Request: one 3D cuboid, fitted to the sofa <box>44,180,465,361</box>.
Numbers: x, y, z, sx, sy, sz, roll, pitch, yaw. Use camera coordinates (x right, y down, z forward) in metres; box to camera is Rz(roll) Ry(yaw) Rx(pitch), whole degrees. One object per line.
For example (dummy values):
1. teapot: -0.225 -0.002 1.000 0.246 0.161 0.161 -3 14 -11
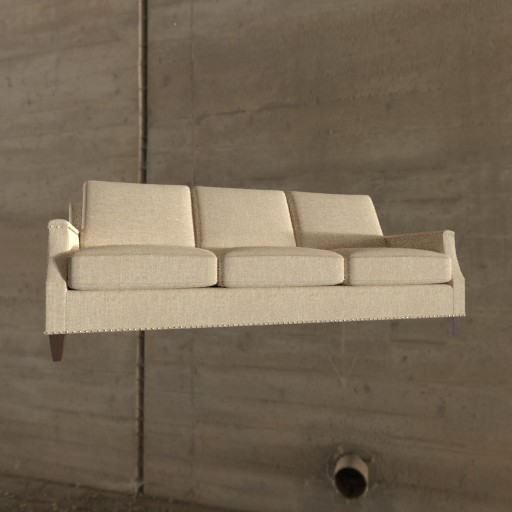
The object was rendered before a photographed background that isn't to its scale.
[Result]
1. sofa: 0.000 0.000 2.698 2.210 0.940 1.041 0 -1 -18
